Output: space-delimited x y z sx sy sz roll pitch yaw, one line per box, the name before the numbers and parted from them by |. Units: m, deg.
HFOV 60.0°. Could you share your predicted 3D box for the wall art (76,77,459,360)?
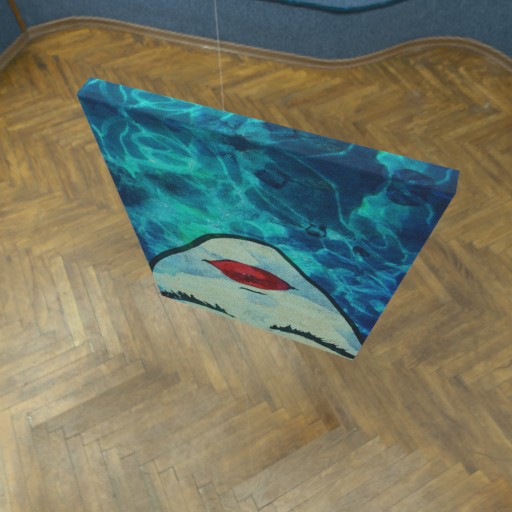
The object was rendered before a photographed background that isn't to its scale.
wall art | 0.000 0.000 0.842 0.508 0.635 0.038 17 61 10
